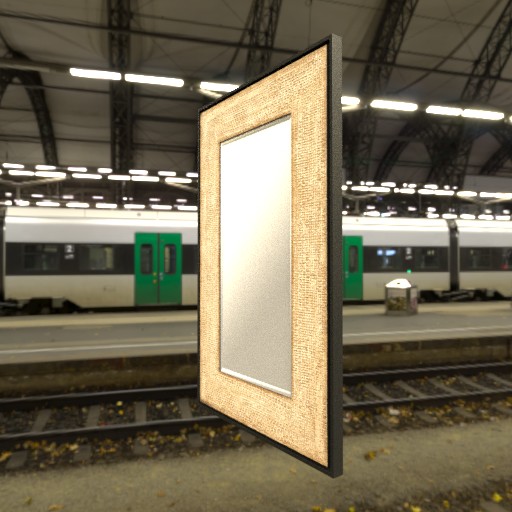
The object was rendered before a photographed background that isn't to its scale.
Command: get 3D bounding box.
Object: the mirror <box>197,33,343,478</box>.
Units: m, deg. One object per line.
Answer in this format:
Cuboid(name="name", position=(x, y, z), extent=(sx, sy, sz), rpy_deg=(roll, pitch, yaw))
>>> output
Cuboid(name="mirror", position=(0.000, 0.000, 1.531), extent=(0.038, 1.219, 0.762), rpy_deg=(1, -1, -36))
